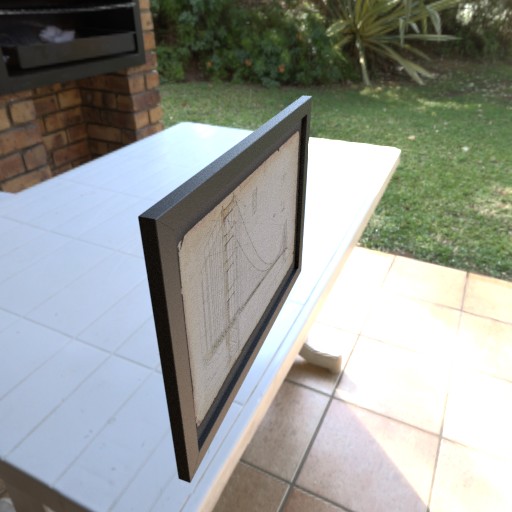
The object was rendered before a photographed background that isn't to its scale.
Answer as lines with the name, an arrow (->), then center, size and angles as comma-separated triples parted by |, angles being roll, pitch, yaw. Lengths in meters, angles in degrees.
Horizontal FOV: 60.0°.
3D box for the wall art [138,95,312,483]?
wall art -> 0.000, 0.000, 0.559 | 0.016, 0.306, 0.432 | 11, 33, 17
